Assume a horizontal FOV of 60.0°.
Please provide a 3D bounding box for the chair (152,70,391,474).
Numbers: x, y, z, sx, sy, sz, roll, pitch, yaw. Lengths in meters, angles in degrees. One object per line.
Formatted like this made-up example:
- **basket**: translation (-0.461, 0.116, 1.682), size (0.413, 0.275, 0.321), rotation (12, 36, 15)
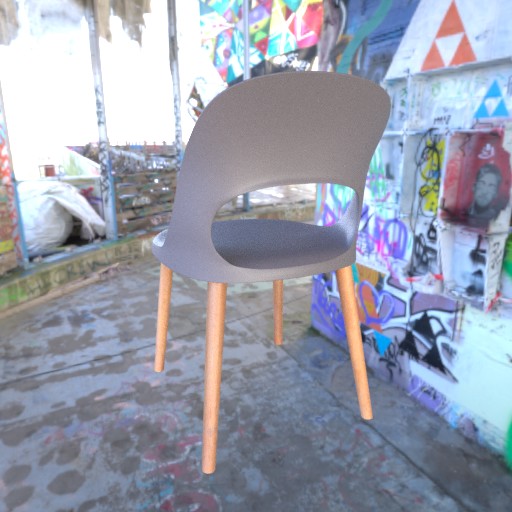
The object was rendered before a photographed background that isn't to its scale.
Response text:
- **chair**: translation (0.000, 0.000, 1.109), size (0.470, 0.795, 0.556), rotation (-7, 17, -25)
